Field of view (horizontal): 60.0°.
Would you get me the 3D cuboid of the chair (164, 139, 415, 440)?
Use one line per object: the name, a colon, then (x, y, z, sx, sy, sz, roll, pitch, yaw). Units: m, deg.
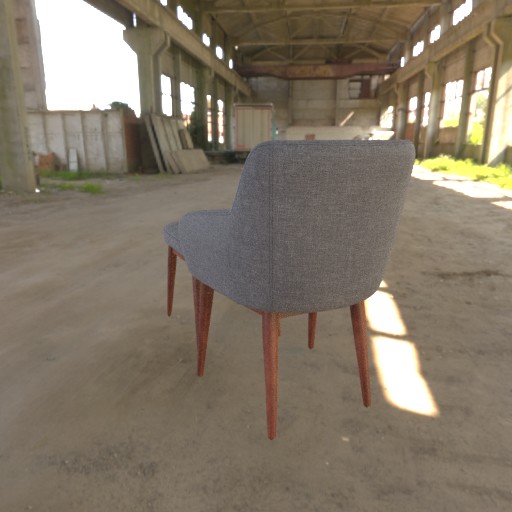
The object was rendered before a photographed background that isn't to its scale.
chair: (0.000, 0.000, 1.559, 0.584, 0.799, 1.107, -8, 17, -26)
